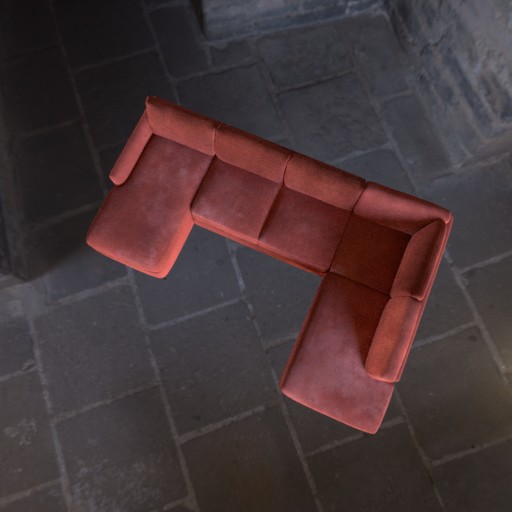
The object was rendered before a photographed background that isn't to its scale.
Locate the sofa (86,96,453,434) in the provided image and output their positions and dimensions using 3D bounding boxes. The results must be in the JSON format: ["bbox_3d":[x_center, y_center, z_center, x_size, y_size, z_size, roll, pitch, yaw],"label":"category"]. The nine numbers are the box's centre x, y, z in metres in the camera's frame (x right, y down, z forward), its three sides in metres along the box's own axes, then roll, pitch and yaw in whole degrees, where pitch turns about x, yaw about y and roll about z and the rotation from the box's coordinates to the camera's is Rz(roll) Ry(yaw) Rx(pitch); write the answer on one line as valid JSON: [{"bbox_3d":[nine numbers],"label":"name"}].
[{"bbox_3d":[0.000,0.000,3.925,2.971,0.858,1.981,23,77,6],"label":"sofa"}]
